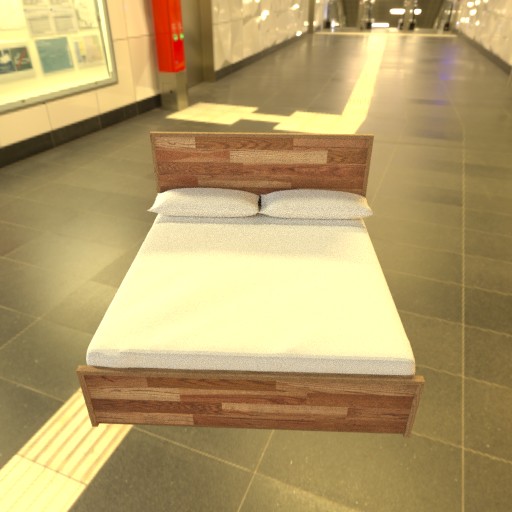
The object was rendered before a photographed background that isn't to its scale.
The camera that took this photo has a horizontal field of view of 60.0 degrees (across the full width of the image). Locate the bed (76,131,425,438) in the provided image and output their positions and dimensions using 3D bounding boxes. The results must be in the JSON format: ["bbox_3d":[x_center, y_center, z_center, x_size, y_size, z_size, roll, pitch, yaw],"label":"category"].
[{"bbox_3d":[0.000,0.000,3.407,2.013,1.295,2.184,1,31,2],"label":"bed"}]
